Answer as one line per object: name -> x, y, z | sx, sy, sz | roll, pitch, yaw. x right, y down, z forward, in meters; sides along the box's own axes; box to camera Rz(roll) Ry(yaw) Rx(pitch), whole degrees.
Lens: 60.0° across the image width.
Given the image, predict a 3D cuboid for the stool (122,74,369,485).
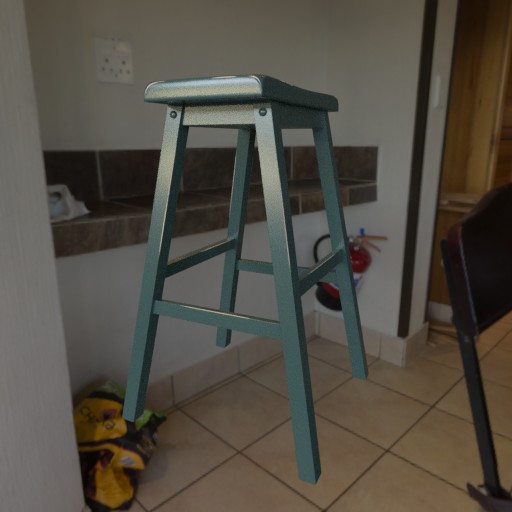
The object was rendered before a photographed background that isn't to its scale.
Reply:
stool -> 0.000, 0.000, 1.045 | 0.476, 0.737, 0.457 | 7, 16, 25
